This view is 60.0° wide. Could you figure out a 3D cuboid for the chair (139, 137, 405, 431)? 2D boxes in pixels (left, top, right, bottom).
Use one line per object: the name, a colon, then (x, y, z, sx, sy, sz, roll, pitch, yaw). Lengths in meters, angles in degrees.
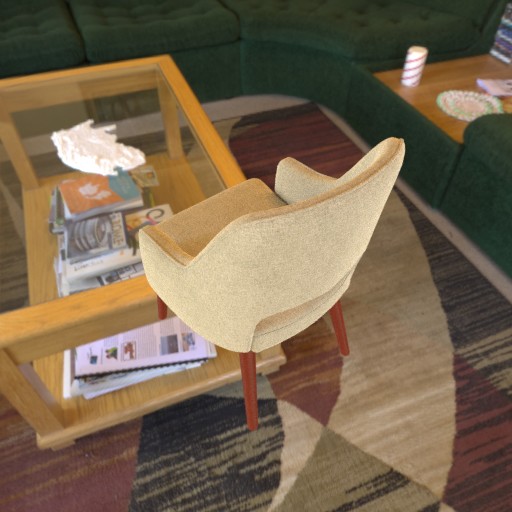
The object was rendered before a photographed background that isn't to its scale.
chair: (0.000, 0.000, 1.252, 0.548, 0.849, 0.605, -31, 54, -25)
